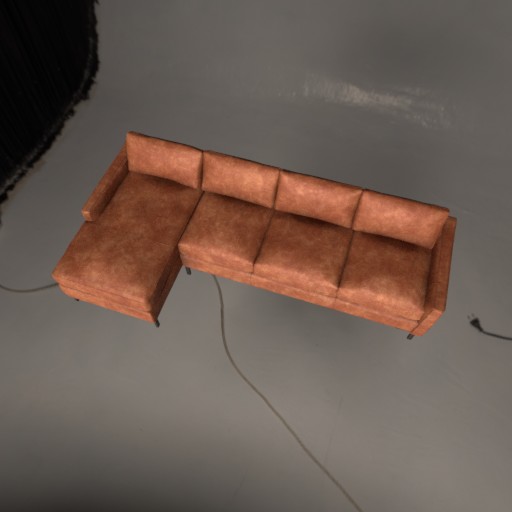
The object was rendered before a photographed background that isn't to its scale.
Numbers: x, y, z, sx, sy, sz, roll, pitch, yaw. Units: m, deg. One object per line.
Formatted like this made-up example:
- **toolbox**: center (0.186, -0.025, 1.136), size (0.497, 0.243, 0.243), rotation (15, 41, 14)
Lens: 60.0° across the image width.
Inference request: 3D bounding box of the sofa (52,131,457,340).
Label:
- **sofa**: center (0.000, 0.000, 3.684), size (2.993, 0.859, 1.471), rotation (16, 60, 9)
